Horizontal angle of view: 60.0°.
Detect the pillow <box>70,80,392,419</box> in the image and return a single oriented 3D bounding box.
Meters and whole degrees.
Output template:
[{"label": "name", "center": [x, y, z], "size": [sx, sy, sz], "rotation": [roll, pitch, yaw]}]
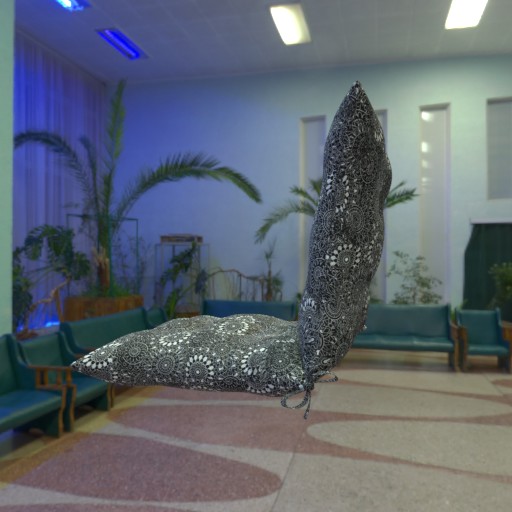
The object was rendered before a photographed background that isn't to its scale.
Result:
[{"label": "pillow", "center": [0.000, 0.000, 0.994], "size": [0.585, 0.536, 0.541], "rotation": [0, -1, 18]}]
